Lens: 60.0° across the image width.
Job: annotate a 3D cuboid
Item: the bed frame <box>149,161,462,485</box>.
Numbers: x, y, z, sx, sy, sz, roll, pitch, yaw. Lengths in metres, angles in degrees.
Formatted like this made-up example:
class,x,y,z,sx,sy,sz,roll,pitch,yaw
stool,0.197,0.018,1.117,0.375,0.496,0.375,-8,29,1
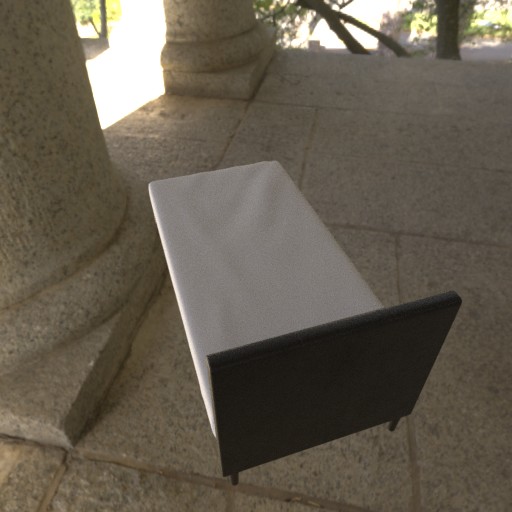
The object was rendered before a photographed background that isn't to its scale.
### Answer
class,x,y,z,sx,sy,sz,roll,pitch,yaw
bed frame,0.000,0.000,2.547,1.038,1.046,2.152,-12,43,-13
